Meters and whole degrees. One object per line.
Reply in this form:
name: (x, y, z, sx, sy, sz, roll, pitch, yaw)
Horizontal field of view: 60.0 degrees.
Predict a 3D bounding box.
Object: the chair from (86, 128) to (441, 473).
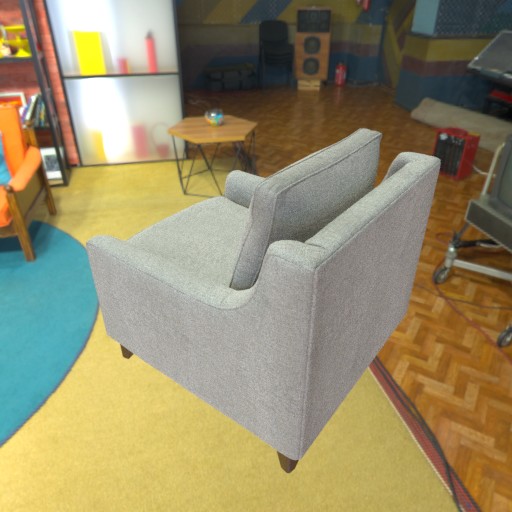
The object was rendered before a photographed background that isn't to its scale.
chair: (0.000, 0.000, 1.585, 0.918, 0.864, 0.838, 22, 38, 31)
